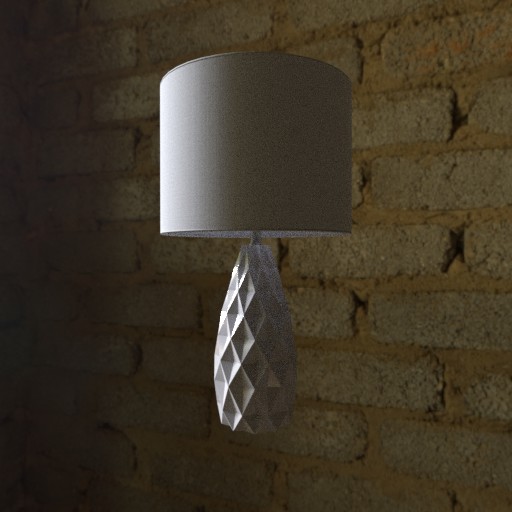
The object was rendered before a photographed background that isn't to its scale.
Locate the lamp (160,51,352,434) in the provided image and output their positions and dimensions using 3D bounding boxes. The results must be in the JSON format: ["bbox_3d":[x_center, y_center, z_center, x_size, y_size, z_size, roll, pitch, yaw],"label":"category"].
[{"bbox_3d":[0.000,0.000,0.703,0.297,0.522,0.297,0,1,0],"label":"lamp"}]
